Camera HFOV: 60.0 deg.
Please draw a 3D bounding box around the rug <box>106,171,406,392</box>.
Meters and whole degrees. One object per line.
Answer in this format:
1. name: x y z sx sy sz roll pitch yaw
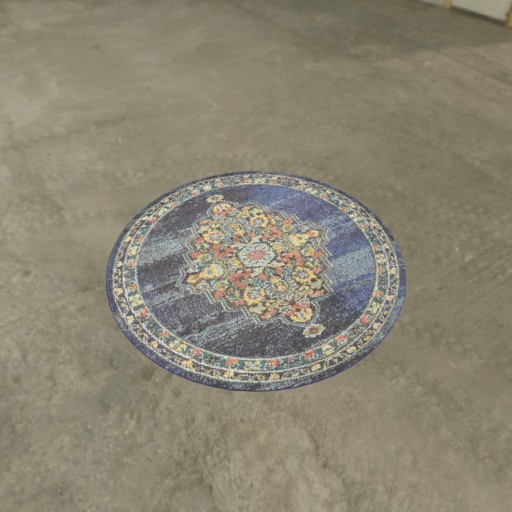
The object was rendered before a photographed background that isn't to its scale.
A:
1. rug: 0.000 0.000 3.619 2.386 0.014 2.386 0 46 0
